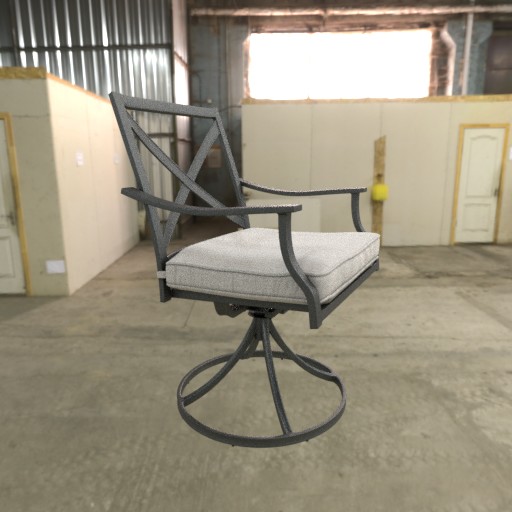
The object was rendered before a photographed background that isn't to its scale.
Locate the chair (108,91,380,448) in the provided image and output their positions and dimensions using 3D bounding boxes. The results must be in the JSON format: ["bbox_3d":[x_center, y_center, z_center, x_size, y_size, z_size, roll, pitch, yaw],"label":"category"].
[{"bbox_3d":[0.000,0.000,1.295,0.620,0.889,0.575,7,15,27],"label":"chair"}]
